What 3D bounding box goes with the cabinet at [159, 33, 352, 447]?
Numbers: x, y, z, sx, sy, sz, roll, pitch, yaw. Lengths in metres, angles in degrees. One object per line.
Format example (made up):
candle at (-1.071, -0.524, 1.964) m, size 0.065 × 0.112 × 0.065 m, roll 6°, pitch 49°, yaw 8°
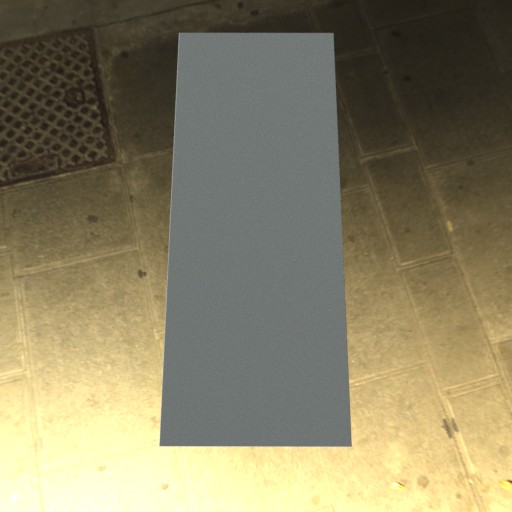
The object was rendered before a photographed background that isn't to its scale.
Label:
cabinet at (0.000, 0.000, 1.422) m, size 0.400 × 0.800 × 1.000 m, roll 0°, pitch 77°, yaw 0°
